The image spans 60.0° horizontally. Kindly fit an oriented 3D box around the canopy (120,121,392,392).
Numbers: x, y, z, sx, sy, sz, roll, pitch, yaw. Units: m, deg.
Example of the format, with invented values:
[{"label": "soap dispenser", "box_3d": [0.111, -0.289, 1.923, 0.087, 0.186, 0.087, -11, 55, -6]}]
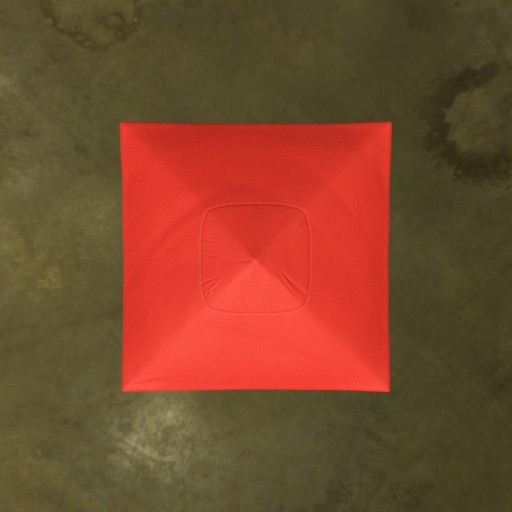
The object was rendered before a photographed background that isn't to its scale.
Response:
[{"label": "canopy", "box_3d": [0.000, 0.000, 5.617, 2.998, 2.997, 2.996, 0, 91, 0]}]
